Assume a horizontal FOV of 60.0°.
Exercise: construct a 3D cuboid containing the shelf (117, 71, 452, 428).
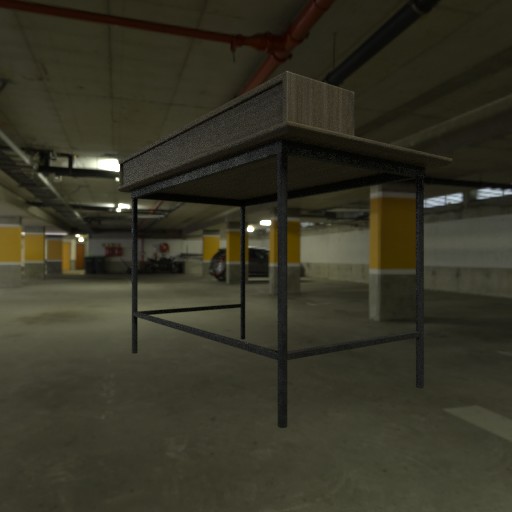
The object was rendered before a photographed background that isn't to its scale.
[{"bbox_3d":[0.000,0.000,1.719,0.685,0.865,1.212,0,0,-35],"label":"shelf"}]
